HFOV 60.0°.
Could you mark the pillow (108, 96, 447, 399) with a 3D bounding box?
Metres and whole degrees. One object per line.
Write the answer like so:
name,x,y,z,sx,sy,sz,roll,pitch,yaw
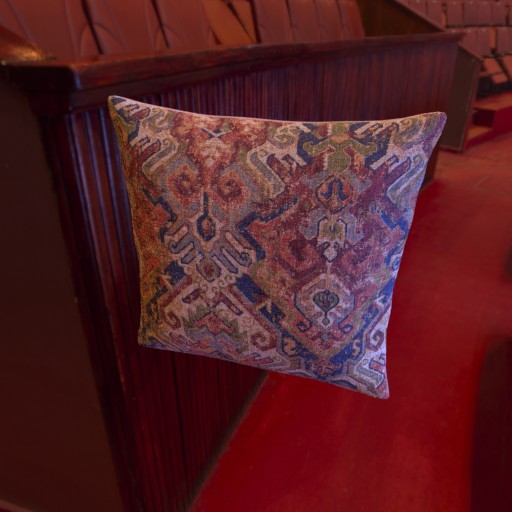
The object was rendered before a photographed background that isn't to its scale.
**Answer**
pillow,0.000,0.000,0.766,0.523,0.506,0.166,8,29,15
